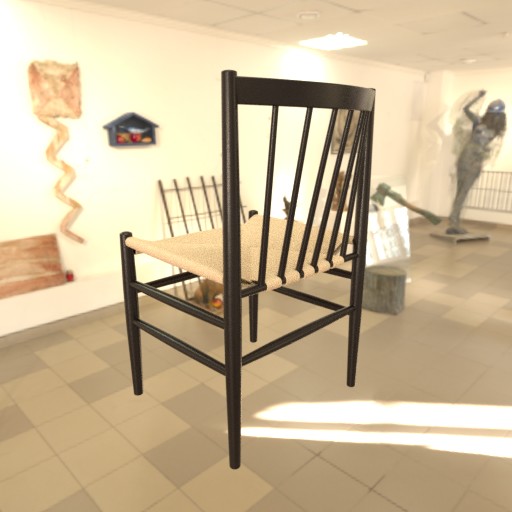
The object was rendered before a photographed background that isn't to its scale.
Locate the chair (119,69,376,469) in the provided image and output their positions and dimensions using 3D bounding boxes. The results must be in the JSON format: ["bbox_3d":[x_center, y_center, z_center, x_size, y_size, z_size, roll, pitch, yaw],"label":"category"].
[{"bbox_3d":[0.000,0.000,1.138,0.516,0.818,0.495,15,21,43],"label":"chair"}]
